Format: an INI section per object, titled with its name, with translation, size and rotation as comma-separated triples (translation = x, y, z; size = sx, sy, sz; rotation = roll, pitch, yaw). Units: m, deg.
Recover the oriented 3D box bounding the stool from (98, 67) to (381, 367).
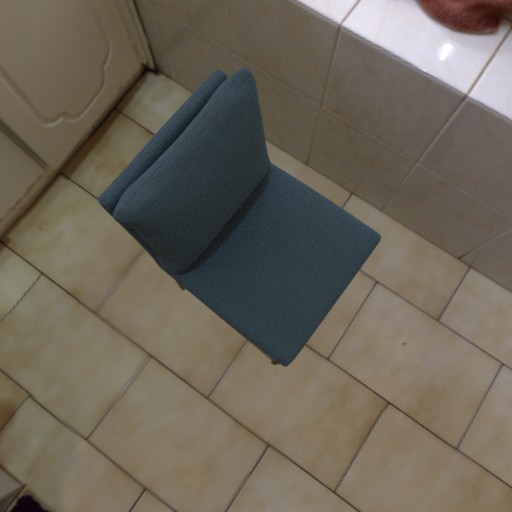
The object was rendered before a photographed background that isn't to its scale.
[stool]
translation = 0.000, 0.000, 1.440
size = 0.568, 1.124, 0.463
rotation = 37, 78, 9
